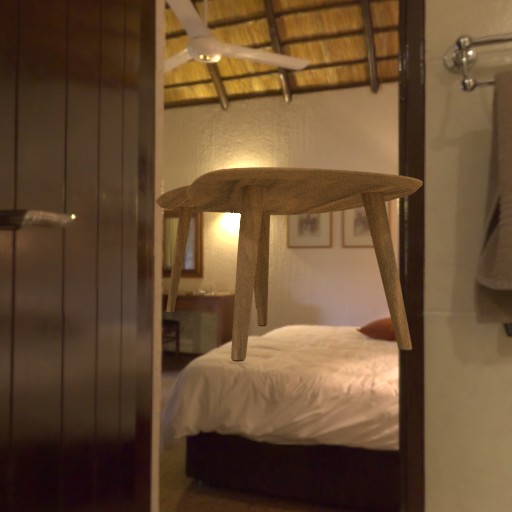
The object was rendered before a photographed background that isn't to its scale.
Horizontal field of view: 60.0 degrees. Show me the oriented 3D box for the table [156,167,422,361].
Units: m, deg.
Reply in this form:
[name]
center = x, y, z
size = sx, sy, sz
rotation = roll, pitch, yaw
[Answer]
[table]
center = 0.000, 0.000, 1.372
size = 0.527, 0.429, 1.084
rotation = 0, -1, -19
